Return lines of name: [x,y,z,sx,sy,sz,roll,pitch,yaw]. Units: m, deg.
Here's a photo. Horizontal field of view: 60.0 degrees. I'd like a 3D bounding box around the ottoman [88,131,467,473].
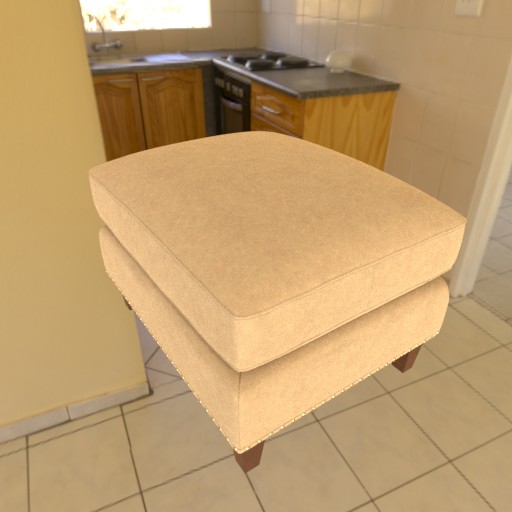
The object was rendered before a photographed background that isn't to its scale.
ottoman: [0.000,0.000,1.118,0.584,0.513,0.741,-20,37,-29]
